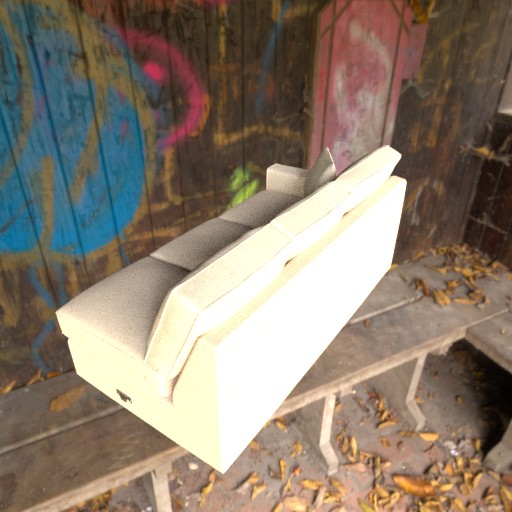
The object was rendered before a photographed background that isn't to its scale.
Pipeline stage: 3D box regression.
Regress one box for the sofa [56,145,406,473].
[{"bbox_3d":[0.000,0.000,2.542,1.034,0.946,1.962,20,37,29],"label":"sofa"}]
